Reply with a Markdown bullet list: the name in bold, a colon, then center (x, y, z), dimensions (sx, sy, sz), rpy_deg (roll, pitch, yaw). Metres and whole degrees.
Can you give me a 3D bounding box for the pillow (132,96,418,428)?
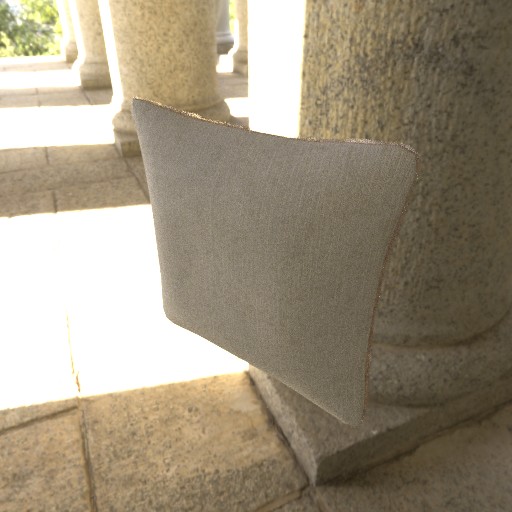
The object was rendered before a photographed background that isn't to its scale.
- **pillow**: center (0.000, 0.000, 0.825), dimensions (0.538, 0.525, 0.216), rpy_deg (21, 37, 31)
